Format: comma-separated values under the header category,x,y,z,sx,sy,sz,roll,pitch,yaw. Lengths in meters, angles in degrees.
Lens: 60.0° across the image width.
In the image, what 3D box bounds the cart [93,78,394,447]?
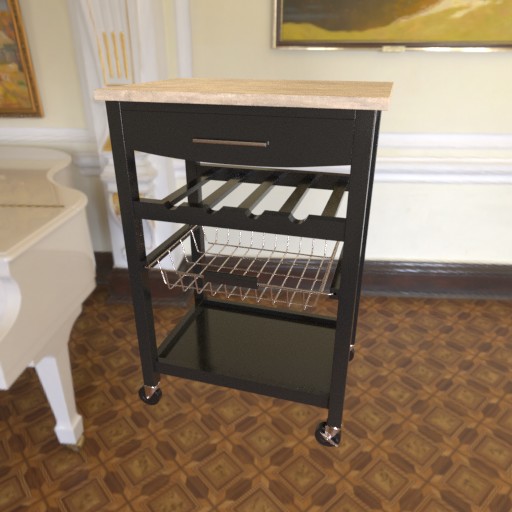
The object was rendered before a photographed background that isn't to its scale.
category,x,y,z,sx,sy,sz,roll,pitch,yaw
cart,0.000,0.000,1.164,0.584,0.839,0.403,7,26,15
